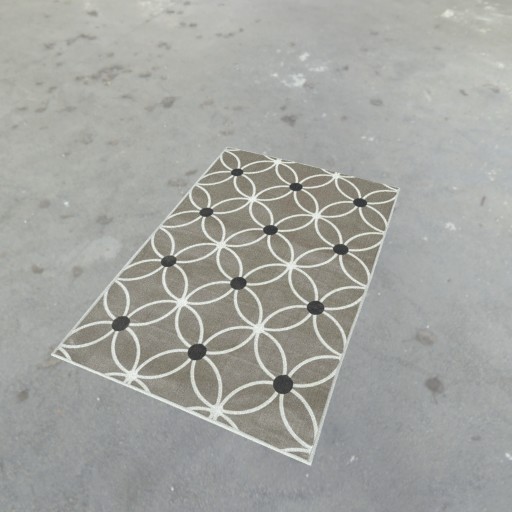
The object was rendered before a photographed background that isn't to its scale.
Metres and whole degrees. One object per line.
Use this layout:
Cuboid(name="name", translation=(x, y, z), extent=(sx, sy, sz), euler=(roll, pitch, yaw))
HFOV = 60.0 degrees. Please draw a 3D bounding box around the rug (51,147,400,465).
Cuboid(name="rug", translation=(0.000, 0.000, 2.982), extent=(1.522, 0.008, 2.284), euler=(17, 48, 16))
